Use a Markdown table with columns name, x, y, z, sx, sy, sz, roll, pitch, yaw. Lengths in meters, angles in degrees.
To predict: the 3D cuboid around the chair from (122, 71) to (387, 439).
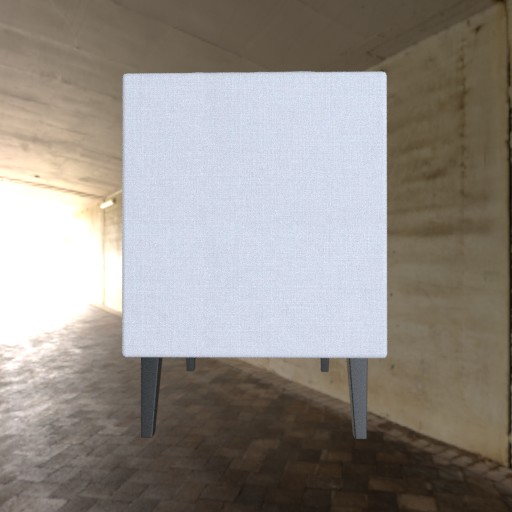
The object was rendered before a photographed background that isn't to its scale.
| name | x | y | z | sx | sy | sz | roll | pitch | yaw |
| --- | --- | --- | --- | --- | --- | --- | --- | --- | --- |
| chair | 0.000 | 0.000 | 1.427 | 0.658 | 0.891 | 0.772 | 0 | 0 | 1 |
